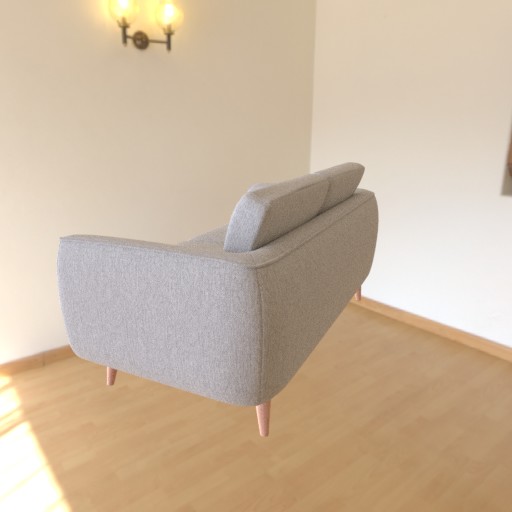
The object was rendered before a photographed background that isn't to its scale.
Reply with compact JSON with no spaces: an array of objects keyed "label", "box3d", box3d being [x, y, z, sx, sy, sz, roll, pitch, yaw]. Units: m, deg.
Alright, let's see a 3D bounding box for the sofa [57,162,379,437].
[{"label":"sofa","box3d":[0.000,0.000,2.210,0.920,0.850,1.700,8,19,25]}]
